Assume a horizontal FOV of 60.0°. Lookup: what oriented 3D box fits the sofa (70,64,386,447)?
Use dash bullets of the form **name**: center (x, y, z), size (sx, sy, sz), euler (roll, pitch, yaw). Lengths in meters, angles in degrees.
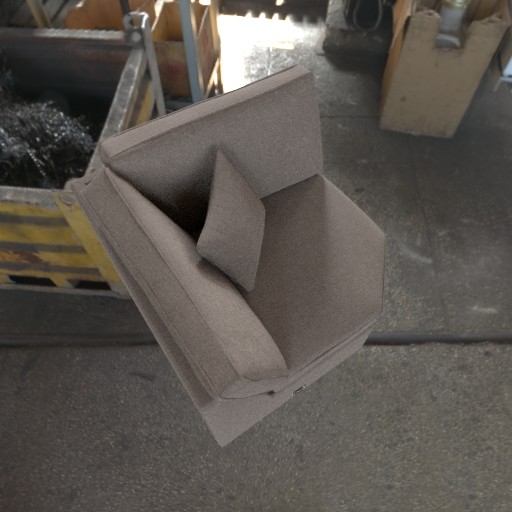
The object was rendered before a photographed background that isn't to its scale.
- **sofa**: center (0.000, 0.000, 1.863), size (1.042, 0.951, 1.050), euler (-29, 63, -16)
